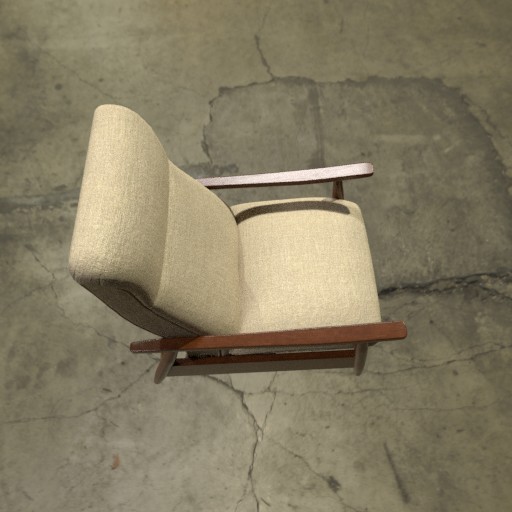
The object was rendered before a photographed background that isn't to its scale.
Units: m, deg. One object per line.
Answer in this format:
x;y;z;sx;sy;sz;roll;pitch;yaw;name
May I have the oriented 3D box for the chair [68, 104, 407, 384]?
0.000;0.000;1.755;1.014;1.082;0.762;-2;62;-1;chair
